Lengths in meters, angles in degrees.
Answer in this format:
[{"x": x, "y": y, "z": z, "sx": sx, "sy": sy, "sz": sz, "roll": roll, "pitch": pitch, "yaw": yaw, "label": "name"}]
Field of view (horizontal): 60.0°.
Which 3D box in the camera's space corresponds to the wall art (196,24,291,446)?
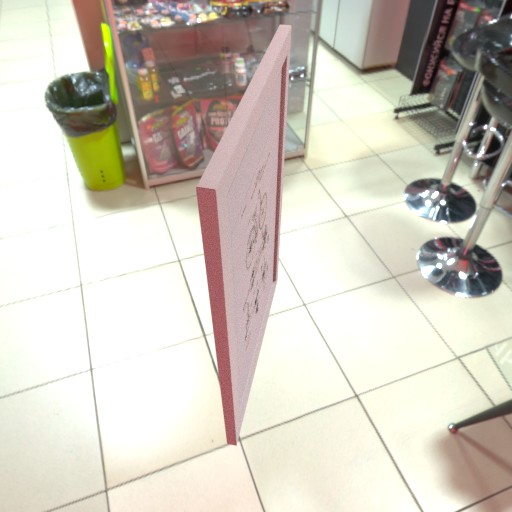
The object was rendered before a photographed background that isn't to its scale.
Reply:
[{"x": 0.000, "y": 0.000, "z": 0.601, "sx": 0.015, "sy": 0.477, "sz": 0.332, "roll": 9, "pitch": 47, "yaw": 9, "label": "wall art"}]
